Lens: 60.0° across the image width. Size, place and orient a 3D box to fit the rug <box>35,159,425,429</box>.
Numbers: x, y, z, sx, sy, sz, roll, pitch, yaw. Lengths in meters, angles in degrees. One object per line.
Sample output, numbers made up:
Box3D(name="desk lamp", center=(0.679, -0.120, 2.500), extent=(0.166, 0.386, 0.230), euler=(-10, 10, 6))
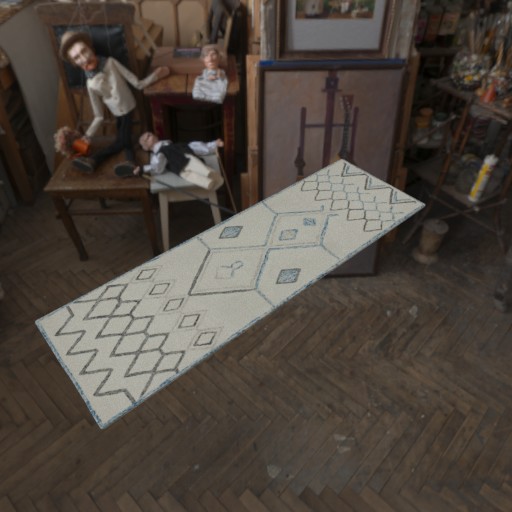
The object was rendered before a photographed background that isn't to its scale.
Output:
Box3D(name="rug", center=(0.000, 0.000, 2.710), extent=(2.434, 0.013, 0.770), euler=(-31, 52, -28))
